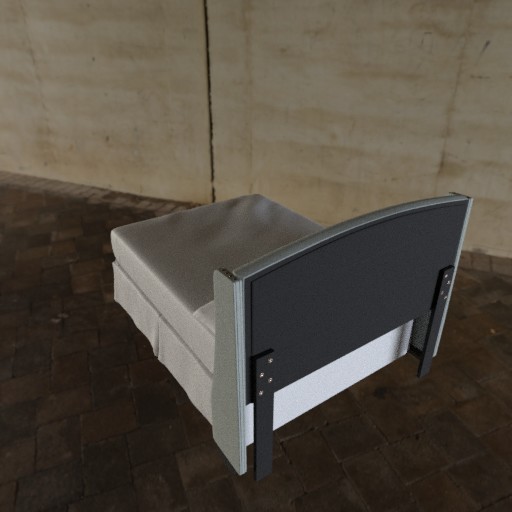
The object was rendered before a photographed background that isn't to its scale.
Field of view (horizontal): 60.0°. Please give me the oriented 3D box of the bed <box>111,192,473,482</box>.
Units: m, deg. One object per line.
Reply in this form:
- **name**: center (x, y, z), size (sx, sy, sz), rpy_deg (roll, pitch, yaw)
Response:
- **bed**: center (0.000, 0.000, 3.332), size (1.710, 1.407, 2.237), rpy_deg (-18, 34, -30)
